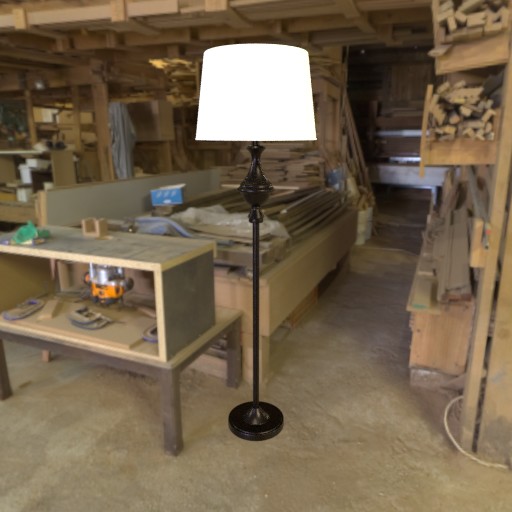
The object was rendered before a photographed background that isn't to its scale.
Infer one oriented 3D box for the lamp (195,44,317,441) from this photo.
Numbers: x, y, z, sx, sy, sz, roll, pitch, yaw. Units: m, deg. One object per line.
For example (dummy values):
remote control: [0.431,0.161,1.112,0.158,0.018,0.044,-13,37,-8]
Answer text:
lamp: [0.000,0.000,1.703,0.431,1.484,0.431,0,15,0]
